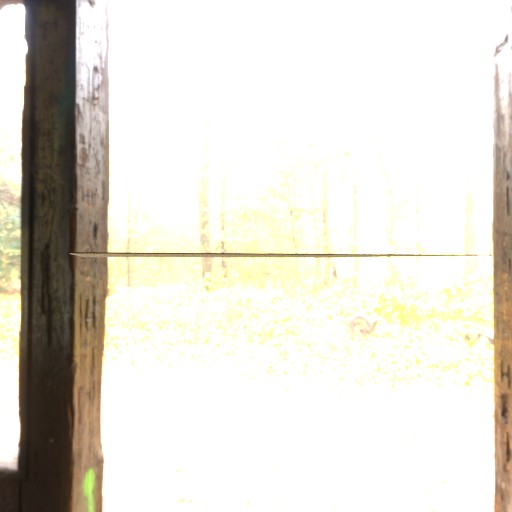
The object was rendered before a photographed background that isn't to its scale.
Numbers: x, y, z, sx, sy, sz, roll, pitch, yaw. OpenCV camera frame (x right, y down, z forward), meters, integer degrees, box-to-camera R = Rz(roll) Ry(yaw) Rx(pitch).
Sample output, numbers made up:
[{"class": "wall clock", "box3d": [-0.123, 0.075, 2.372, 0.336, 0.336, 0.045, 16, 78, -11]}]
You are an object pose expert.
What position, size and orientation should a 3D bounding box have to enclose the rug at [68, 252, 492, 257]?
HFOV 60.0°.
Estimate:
[{"class": "rug", "box3d": [0.000, 0.000, 4.093, 3.045, 0.007, 2.436, 0, -1, -19]}]
